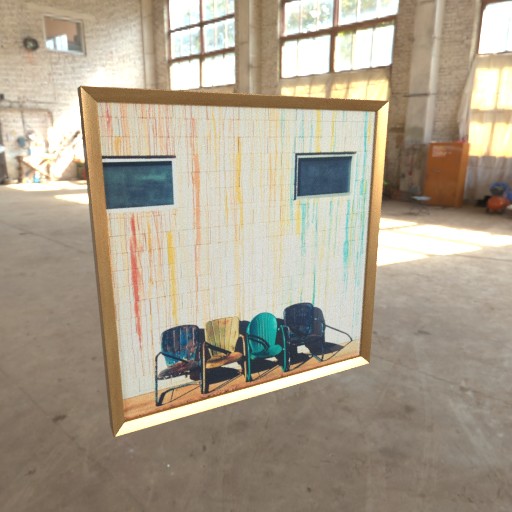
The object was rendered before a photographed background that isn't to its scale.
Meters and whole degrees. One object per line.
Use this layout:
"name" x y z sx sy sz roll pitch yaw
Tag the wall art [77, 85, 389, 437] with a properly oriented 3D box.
"wall art" 0.000 0.000 0.442 0.302 0.302 0.019 -8 17 -26
